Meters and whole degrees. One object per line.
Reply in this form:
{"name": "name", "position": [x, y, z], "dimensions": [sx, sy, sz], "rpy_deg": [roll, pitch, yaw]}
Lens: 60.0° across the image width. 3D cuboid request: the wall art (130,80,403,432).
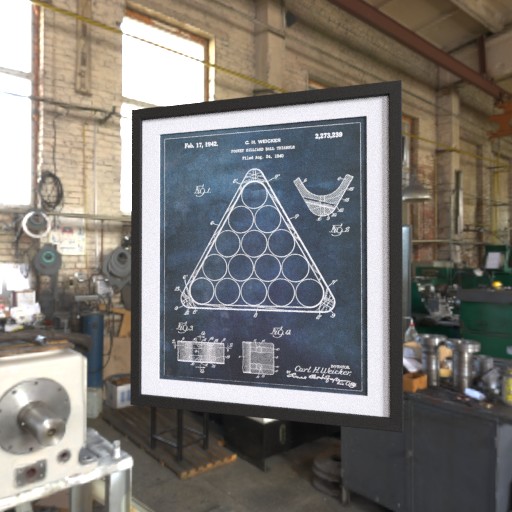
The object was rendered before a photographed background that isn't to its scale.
{"name": "wall art", "position": [0.000, 0.000, 1.203], "dimensions": [0.755, 0.863, 0.028], "rpy_deg": [0, -1, 16]}
